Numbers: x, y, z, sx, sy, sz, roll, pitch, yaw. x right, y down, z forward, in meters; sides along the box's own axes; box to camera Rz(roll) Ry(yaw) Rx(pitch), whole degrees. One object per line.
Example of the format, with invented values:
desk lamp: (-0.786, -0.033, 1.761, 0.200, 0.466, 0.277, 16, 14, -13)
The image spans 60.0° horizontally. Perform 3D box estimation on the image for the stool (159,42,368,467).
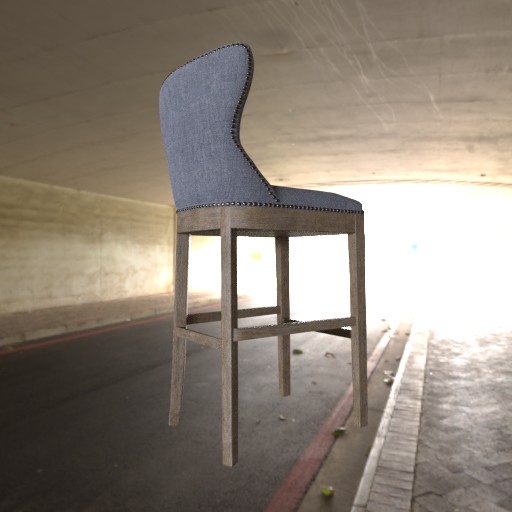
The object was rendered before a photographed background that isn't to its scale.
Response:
stool: (0.000, 0.000, 1.458, 0.606, 1.123, 0.494, 0, 0, -36)
